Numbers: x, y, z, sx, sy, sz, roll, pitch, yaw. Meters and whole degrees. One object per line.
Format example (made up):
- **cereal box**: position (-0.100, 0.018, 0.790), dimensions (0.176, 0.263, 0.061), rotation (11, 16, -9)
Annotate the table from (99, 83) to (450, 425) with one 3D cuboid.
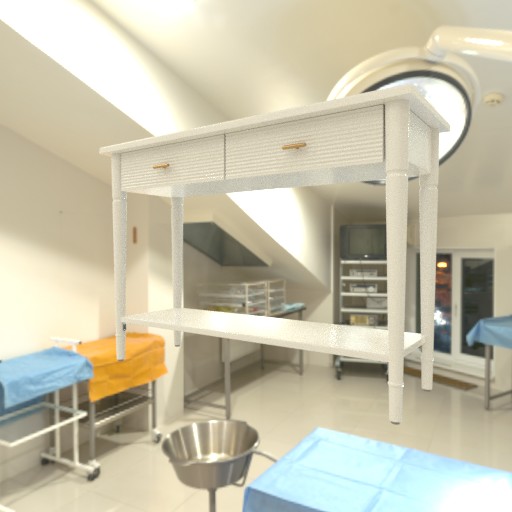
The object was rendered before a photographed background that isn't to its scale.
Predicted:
- **table**: position (0.000, 0.000, 1.402), dimensions (1.067, 0.749, 0.381), rotation (1, 1, 35)
